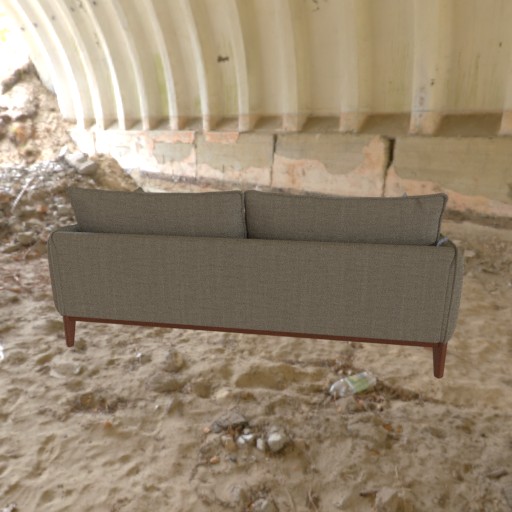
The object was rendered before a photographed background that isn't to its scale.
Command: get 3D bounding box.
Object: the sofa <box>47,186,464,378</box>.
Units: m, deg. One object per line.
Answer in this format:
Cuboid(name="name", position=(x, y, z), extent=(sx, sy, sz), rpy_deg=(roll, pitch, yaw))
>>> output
Cuboid(name="sofa", position=(0.000, 0.000, 2.501), extent=(1.989, 0.851, 0.972), rpy_deg=(3, 16, 9))
